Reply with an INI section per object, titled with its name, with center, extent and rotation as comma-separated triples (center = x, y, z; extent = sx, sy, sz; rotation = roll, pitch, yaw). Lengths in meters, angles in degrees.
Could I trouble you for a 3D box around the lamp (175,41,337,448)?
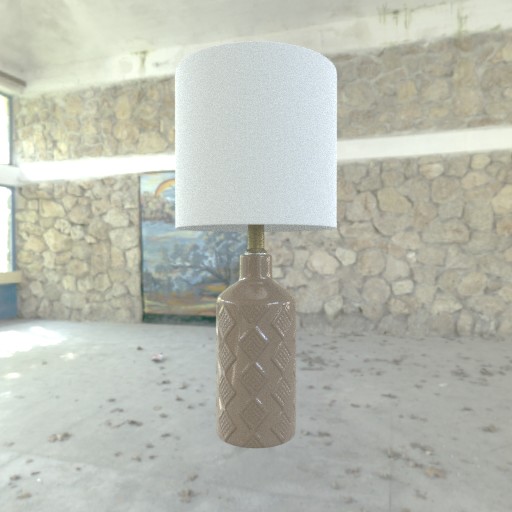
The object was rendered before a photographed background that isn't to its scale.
[lamp]
center = 0.000, 0.000, 0.578
extent = 0.207, 0.461, 0.207
rotation = 0, 1, 18
